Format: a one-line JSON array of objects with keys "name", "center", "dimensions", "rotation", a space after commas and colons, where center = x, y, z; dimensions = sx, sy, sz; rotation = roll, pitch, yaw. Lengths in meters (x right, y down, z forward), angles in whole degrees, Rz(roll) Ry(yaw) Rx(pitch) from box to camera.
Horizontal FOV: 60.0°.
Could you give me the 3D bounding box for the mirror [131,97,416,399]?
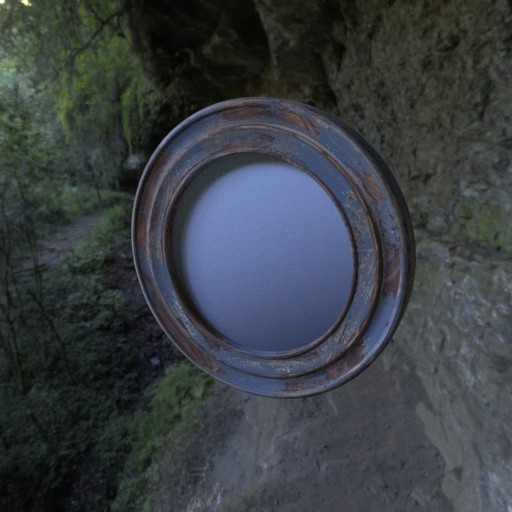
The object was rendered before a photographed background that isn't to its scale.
[{"name": "mirror", "center": [0.000, 0.000, 0.866], "dimensions": [0.585, 0.585, 0.061], "rotation": [7, 17, 25]}]
